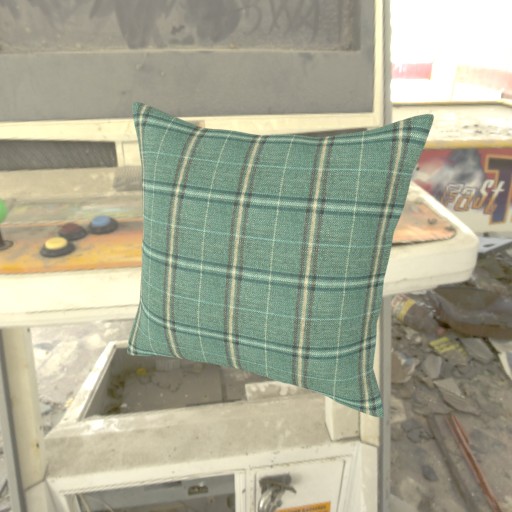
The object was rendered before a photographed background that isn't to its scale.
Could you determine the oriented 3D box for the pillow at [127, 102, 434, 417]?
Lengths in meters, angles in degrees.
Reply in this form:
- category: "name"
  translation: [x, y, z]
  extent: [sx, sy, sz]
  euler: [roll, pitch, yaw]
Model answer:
- category: "pillow"
  translation: [0.000, 0.000, 0.689]
  extent: [0.453, 0.430, 0.200]
  euler: [8, 27, 16]
